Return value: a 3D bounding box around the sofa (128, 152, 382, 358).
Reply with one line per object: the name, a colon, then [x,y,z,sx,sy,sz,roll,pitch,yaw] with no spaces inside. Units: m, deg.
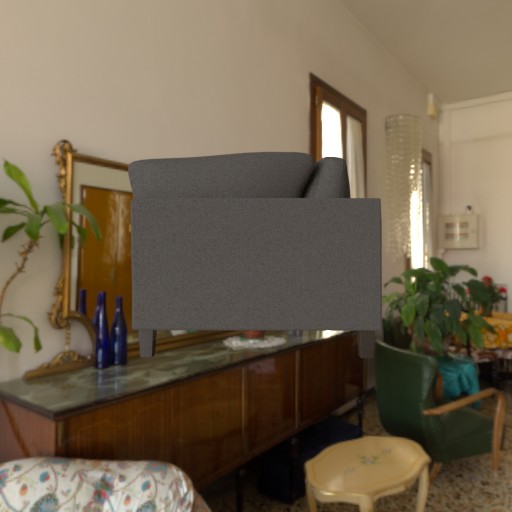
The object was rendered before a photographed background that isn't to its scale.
sofa: [0.000,0.000,2.759,0.969,0.792,2.312,0,-1,1]
